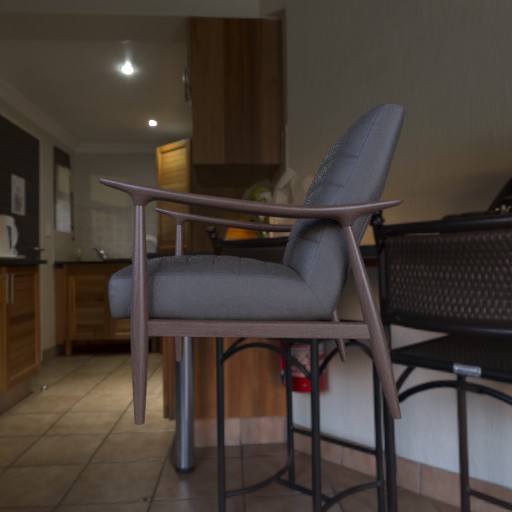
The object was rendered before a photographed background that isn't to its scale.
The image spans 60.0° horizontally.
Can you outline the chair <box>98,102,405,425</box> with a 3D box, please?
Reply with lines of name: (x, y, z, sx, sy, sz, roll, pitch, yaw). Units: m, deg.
chair: (0.000, 0.000, 1.434, 0.798, 0.831, 0.741, 0, 0, -1)
